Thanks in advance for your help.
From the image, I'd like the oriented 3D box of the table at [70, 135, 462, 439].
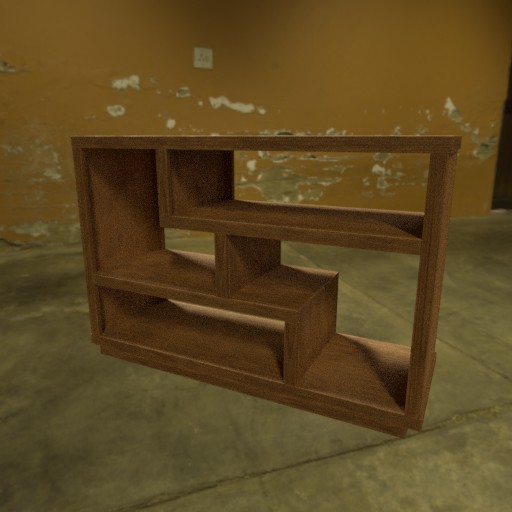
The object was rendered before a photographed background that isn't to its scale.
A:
[{"bbox_3d":[0.000,0.000,1.474,1.151,0.771,0.410,7,17,25],"label":"table"}]
